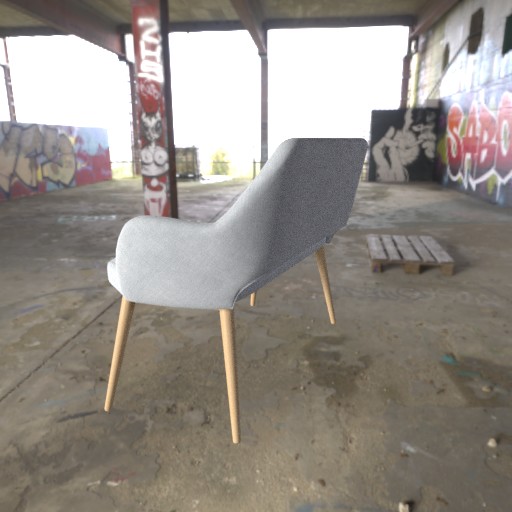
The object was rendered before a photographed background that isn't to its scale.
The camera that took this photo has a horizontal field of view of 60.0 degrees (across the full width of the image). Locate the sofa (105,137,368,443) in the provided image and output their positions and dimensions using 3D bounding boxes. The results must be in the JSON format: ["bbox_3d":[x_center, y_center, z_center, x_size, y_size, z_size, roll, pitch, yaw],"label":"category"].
[{"bbox_3d":[0.000,0.000,1.626,0.610,0.840,1.150,7,16,25],"label":"sofa"}]
